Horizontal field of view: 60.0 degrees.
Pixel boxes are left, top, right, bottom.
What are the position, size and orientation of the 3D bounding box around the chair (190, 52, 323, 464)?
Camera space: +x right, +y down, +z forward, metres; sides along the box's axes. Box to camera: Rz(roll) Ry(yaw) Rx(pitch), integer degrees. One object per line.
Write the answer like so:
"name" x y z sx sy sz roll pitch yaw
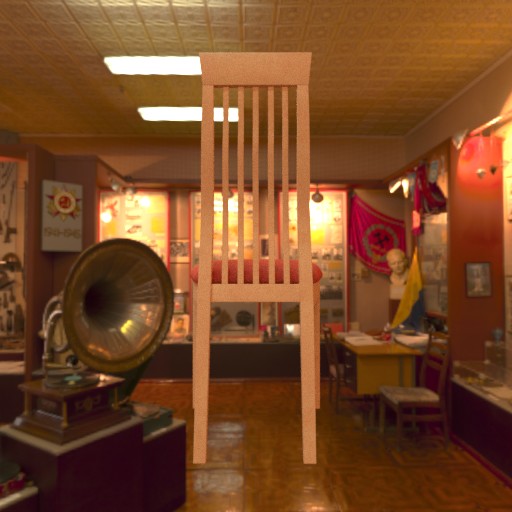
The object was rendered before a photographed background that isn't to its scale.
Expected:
"chair" 0.000 0.000 1.319 0.460 1.027 0.474 0 -2 0
